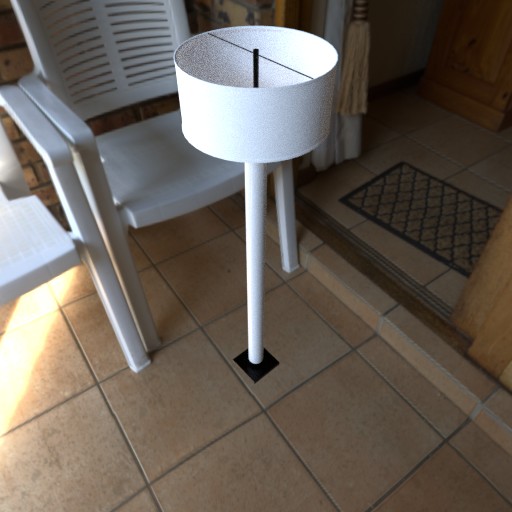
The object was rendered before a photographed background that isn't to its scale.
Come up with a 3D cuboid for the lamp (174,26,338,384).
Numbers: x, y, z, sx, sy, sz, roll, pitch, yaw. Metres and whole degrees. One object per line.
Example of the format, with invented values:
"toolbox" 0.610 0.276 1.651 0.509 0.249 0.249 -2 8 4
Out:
"lamp" 0.000 0.000 1.644 0.420 1.475 0.420 -32 53 -28
